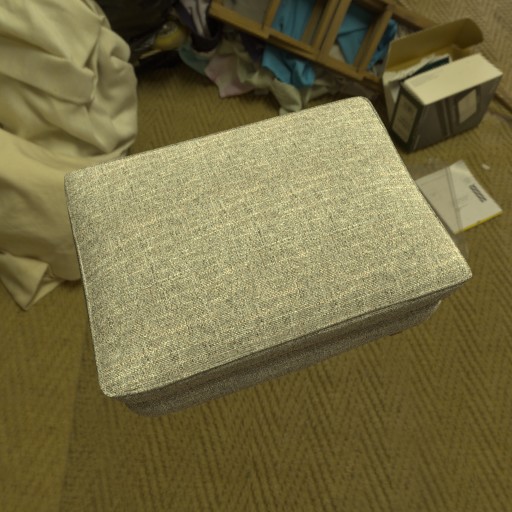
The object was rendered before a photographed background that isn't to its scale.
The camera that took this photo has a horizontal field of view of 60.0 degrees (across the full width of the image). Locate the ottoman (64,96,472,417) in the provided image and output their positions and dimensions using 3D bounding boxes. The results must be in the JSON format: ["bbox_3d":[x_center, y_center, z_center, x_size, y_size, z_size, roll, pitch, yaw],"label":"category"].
[{"bbox_3d":[0.000,0.000,0.967,0.686,0.406,0.508,-17,66,-8],"label":"ottoman"}]
